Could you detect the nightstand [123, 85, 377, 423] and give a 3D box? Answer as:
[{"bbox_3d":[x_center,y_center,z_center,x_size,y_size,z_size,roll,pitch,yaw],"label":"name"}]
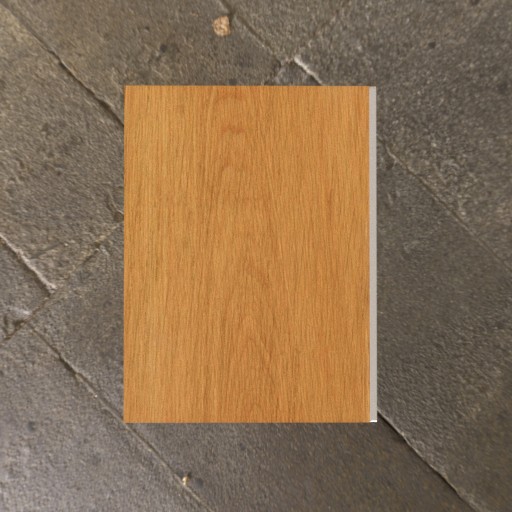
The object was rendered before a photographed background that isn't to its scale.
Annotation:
[{"bbox_3d":[0.000,0.000,0.827,0.316,0.601,0.400,0,89,0],"label":"nightstand"}]
